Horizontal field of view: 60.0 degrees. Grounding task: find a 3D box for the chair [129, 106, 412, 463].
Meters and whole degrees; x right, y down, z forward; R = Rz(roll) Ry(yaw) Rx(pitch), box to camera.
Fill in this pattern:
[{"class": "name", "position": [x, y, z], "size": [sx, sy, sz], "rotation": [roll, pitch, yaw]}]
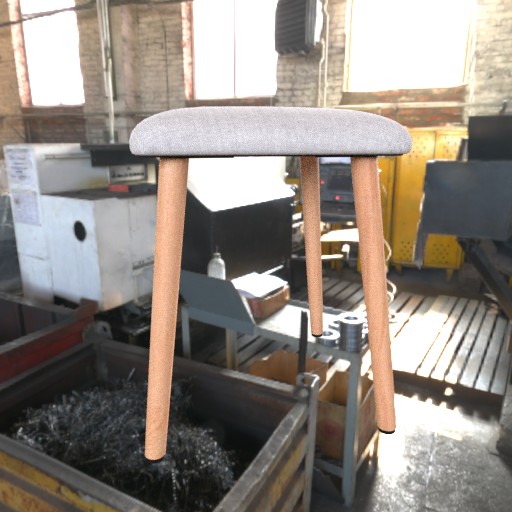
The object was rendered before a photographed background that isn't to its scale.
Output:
[{"class": "chair", "position": [0.000, 0.000, 0.699], "size": [0.350, 0.440, 0.350], "rotation": [-3, 15, -10]}]
